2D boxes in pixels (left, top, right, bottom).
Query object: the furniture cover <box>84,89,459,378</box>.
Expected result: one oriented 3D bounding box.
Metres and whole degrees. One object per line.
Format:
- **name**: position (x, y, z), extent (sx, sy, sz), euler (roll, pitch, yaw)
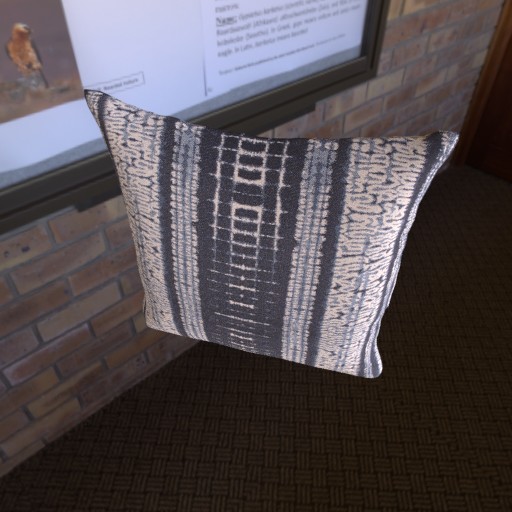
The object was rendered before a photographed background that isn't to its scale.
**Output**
- **furniture cover**: position (0.000, 0.000, 0.629), extent (0.425, 0.435, 0.133), euler (11, 44, 11)
